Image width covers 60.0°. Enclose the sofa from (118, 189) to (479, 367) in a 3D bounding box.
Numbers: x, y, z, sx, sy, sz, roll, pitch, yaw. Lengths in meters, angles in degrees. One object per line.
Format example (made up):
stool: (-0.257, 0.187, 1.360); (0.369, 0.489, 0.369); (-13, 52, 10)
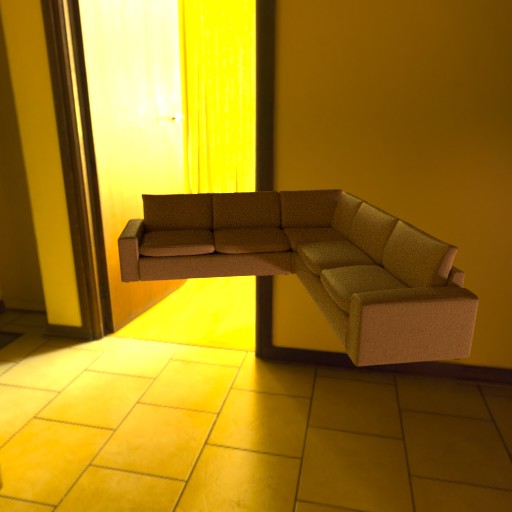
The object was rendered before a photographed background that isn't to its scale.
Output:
sofa: (0.000, 0.000, 4.089); (2.622, 0.800, 2.742); (-2, 18, -8)
